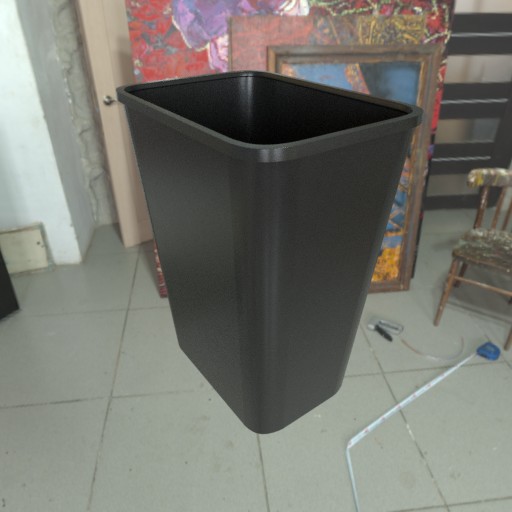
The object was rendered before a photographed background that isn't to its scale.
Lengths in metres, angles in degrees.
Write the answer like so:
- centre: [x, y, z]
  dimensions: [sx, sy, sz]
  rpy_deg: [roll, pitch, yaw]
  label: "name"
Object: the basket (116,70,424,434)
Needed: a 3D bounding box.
- centre: [0.000, 0.000, 0.755]
  dimensions: [0.287, 0.521, 0.394]
  rpy_deg: [-21, 38, -30]
  label: "basket"
